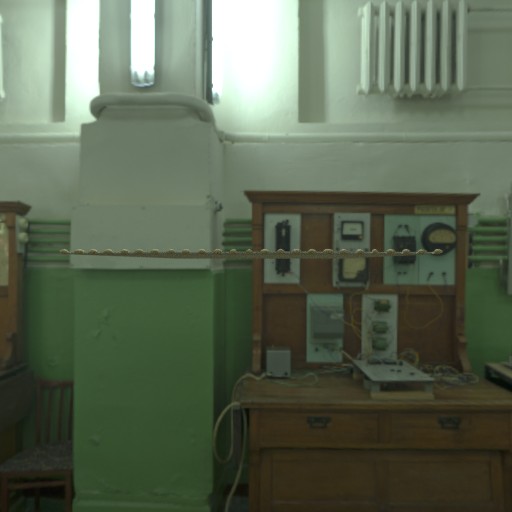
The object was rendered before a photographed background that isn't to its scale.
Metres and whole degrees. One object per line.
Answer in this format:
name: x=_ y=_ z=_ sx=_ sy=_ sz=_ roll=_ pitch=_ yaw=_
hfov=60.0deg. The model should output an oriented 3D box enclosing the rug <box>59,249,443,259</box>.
rug: x=0.000 y=0.000 z=2.988 sx=1.556 sy=0.022 sz=2.433 roll=0 pitch=-1 yaw=1
